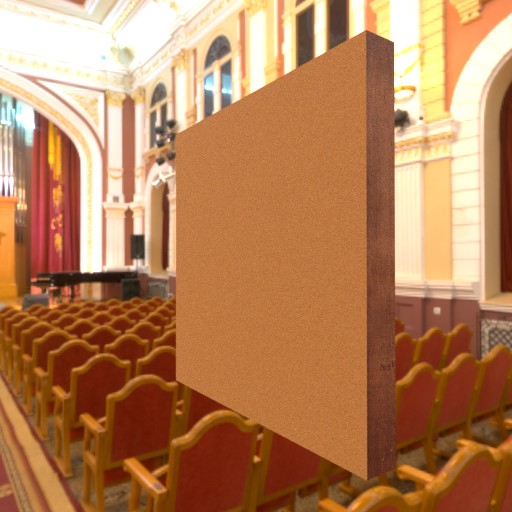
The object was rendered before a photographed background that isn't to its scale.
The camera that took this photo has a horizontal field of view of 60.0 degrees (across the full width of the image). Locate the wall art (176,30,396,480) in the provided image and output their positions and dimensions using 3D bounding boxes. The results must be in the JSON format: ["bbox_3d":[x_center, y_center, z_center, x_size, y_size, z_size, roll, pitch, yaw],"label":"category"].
[{"bbox_3d":[0.000,0.000,0.548,0.038,0.385,0.386,0,-1,-35],"label":"wall art"}]
